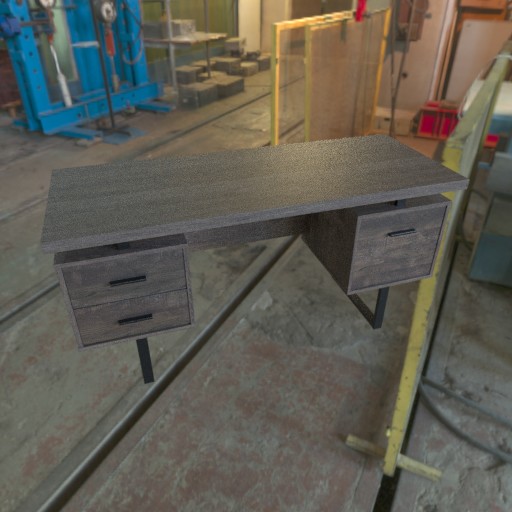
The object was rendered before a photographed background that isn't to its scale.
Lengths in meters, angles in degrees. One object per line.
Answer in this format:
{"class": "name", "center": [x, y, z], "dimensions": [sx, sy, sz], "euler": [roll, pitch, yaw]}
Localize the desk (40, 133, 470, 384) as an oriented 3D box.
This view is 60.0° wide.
{"class": "desk", "center": [0.000, 0.000, 1.943], "dimensions": [1.524, 0.760, 0.600], "euler": [-10, 34, -15]}
